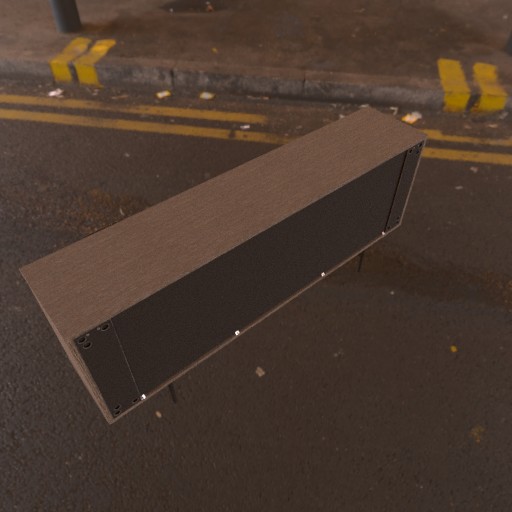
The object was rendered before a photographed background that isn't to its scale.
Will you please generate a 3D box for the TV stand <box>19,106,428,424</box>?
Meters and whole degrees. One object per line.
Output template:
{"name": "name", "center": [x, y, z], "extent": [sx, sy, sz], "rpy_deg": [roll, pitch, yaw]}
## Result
{"name": "TV stand", "center": [0.000, 0.000, 2.091], "extent": [1.804, 0.787, 0.405], "rpy_deg": [-31, 53, -27]}
